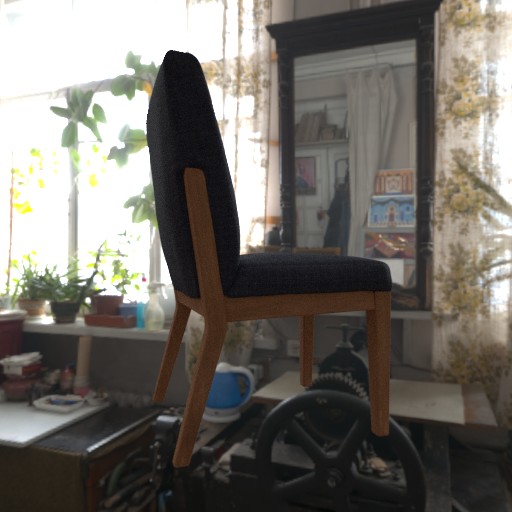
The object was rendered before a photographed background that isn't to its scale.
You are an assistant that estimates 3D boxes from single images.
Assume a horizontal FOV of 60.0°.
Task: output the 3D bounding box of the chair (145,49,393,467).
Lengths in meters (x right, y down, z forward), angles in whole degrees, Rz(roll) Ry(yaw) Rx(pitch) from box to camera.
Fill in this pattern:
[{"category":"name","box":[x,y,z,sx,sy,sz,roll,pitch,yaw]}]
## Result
[{"category":"chair","box":[0.000,0.000,1.262,0.586,0.911,0.507,0,0,-19]}]
